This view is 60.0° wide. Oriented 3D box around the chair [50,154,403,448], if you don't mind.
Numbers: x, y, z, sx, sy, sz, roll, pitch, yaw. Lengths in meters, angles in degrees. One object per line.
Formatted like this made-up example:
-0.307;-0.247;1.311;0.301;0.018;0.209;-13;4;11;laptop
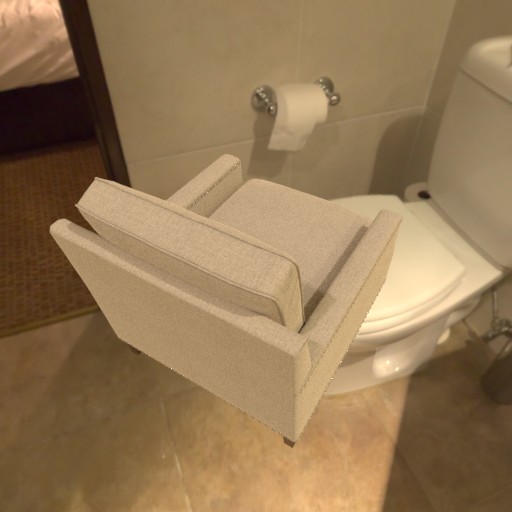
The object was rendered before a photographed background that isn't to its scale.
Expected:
0.000;0.000;1.702;0.853;0.943;1.014;24;50;22;chair
